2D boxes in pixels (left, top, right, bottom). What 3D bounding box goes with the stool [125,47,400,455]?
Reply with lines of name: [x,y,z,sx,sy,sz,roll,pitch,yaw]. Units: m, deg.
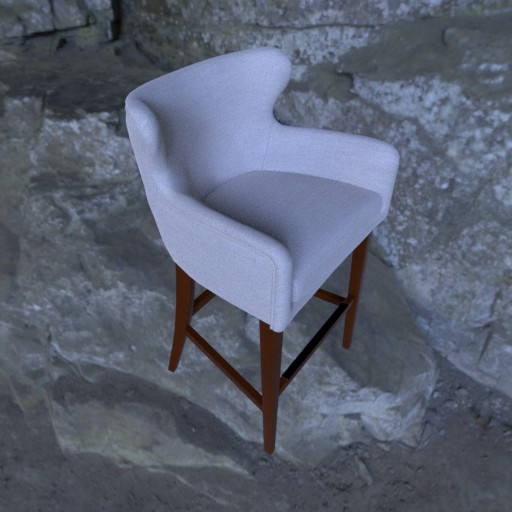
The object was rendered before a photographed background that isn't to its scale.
stool: [0.000,0.000,1.337,0.563,1.034,0.556,26,48,27]
